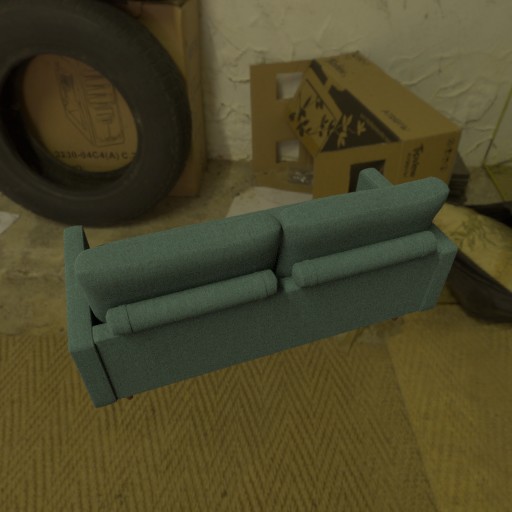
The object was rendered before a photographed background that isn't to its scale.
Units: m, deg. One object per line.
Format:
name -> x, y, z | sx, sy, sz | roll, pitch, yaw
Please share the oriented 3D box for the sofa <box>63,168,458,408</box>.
sofa -> 0.000, 0.000, 2.531 | 2.010, 1.050, 0.966 | -13, 44, -14
